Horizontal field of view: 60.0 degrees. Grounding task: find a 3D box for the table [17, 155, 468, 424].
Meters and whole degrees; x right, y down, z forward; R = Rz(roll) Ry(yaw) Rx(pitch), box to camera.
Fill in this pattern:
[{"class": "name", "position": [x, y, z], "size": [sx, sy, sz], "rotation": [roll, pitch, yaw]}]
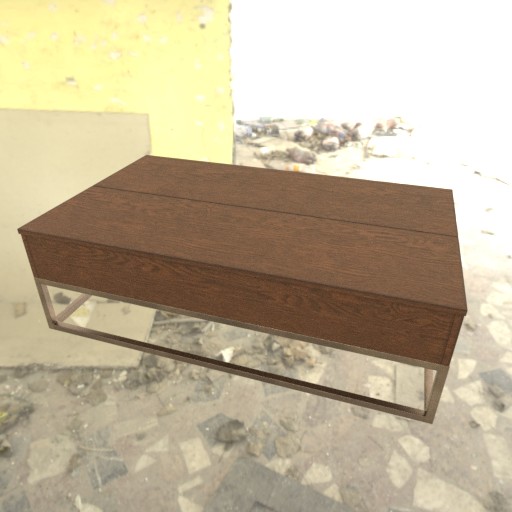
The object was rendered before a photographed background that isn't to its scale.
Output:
[{"class": "table", "position": [0.000, 0.000, 1.464], "size": [1.167, 0.361, 0.719], "rotation": [10, 32, 16]}]
